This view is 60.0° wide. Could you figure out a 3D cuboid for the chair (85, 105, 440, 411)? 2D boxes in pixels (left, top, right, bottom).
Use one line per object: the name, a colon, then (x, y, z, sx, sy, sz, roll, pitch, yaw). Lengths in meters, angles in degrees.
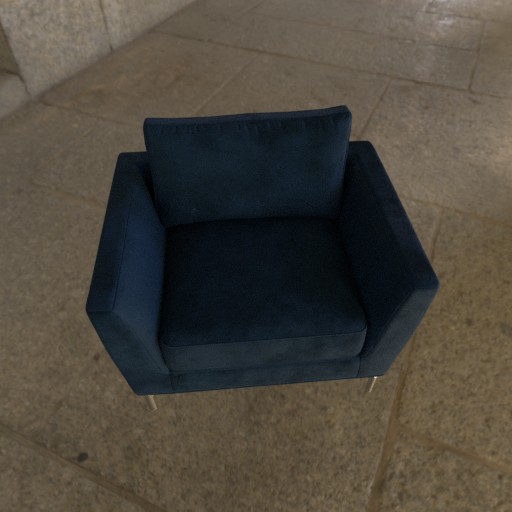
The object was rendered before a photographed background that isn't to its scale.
chair: (0.000, 0.000, 1.600, 0.977, 0.893, 0.746, -4, 47, -3)
